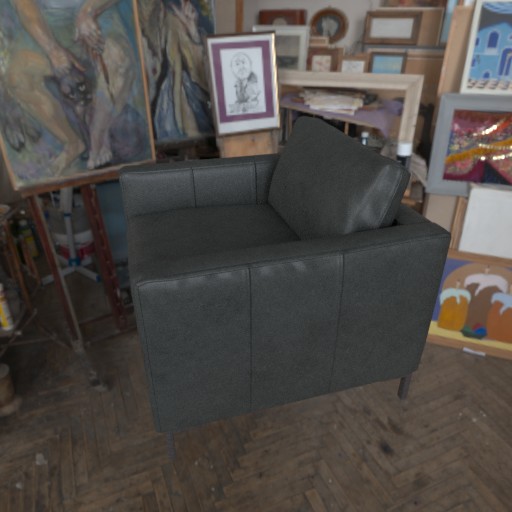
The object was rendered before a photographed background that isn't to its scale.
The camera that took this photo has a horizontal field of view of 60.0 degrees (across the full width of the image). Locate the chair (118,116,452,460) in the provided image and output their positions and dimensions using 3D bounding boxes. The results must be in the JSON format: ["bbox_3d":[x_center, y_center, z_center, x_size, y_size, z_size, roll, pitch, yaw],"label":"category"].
[{"bbox_3d":[0.000,0.000,1.507,0.861,0.824,0.967,-9,30,-15],"label":"chair"}]
